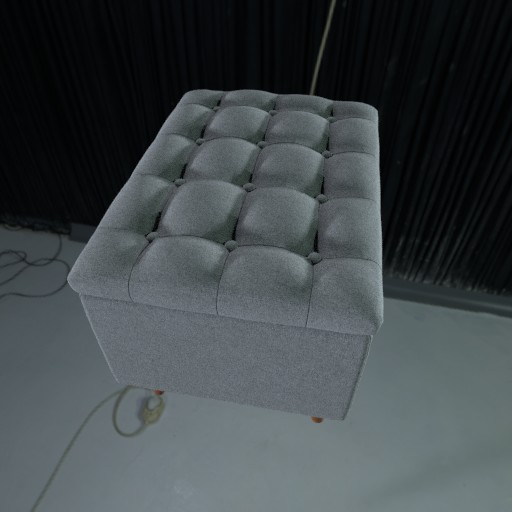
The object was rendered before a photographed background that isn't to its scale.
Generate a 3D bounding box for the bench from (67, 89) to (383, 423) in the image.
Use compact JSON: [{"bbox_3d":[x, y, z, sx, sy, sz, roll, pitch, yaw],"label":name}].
[{"bbox_3d":[0.000,0.000,0.894,0.417,0.469,0.572,7,46,7],"label":"bench"}]
